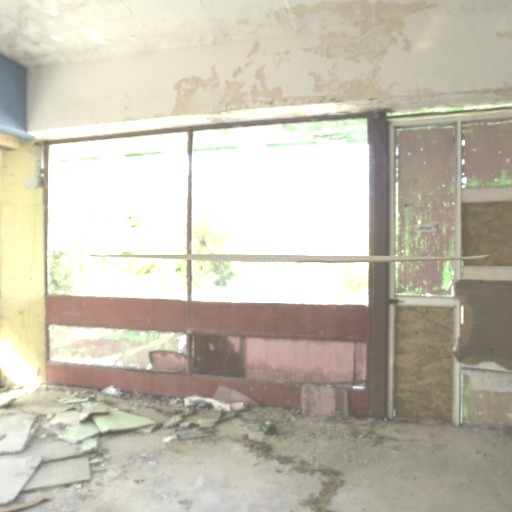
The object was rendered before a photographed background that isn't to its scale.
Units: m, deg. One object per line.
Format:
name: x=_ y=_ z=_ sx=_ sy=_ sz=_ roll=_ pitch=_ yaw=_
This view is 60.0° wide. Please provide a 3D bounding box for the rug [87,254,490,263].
rug: x=0.000 y=0.000 z=2.421 sx=1.214 sy=0.023 sz=1.947 roll=-1 pitch=1 yaw=-38
